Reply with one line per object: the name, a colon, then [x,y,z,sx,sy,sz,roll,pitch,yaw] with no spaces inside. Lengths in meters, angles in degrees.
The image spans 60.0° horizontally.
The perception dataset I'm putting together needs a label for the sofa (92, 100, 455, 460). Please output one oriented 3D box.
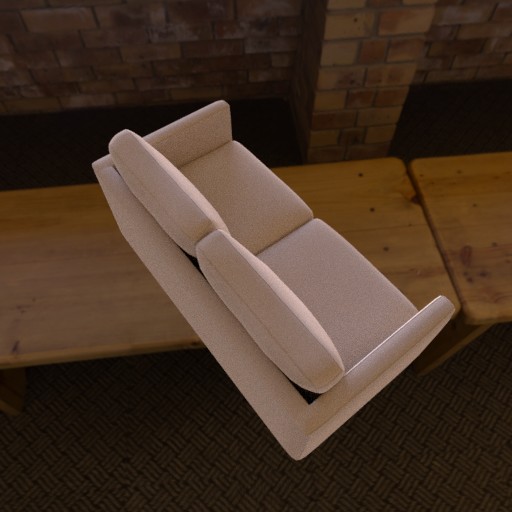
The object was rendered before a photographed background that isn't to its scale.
sofa: [0.000,0.000,2.282,0.873,0.888,1.722,-33,63,-19]
